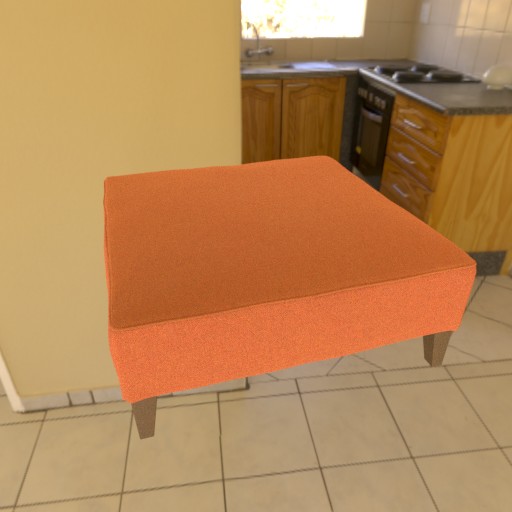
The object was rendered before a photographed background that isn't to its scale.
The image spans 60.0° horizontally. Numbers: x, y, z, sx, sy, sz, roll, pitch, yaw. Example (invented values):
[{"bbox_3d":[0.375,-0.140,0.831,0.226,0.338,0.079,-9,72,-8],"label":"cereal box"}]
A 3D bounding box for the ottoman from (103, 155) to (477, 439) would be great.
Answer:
[{"bbox_3d":[0.000,0.000,1.574,0.999,0.438,0.997,-9,32,-15],"label":"ottoman"}]
